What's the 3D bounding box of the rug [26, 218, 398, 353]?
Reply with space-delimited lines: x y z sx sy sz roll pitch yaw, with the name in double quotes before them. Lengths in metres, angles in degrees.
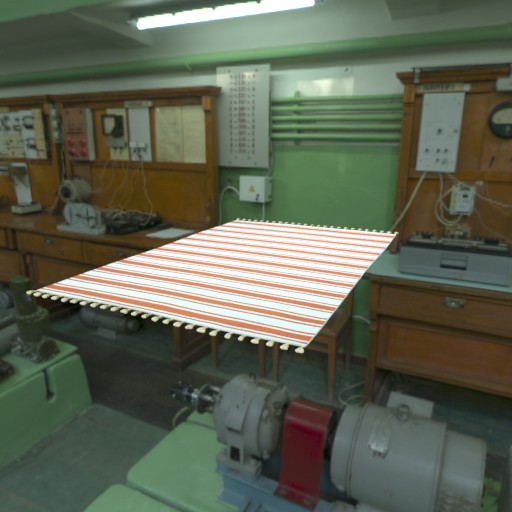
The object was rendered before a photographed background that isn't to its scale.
"rug" 0.000 0.000 3.077 1.556 0.022 2.433 7 17 25
